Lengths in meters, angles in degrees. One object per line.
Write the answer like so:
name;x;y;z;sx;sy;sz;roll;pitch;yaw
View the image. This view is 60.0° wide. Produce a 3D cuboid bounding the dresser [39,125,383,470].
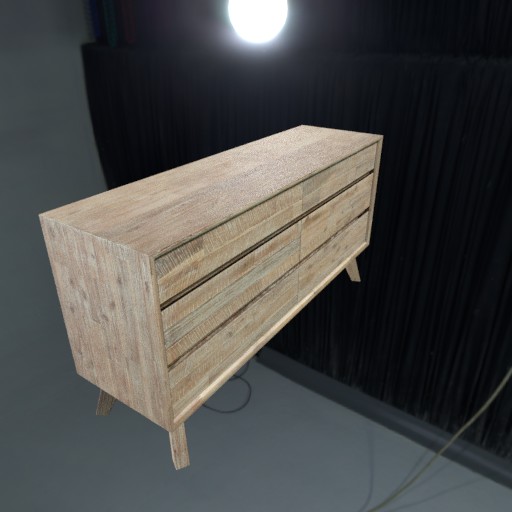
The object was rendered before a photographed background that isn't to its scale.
dresser;0.000;0.000;1.917;0.455;0.805;1.554;18;32;30
